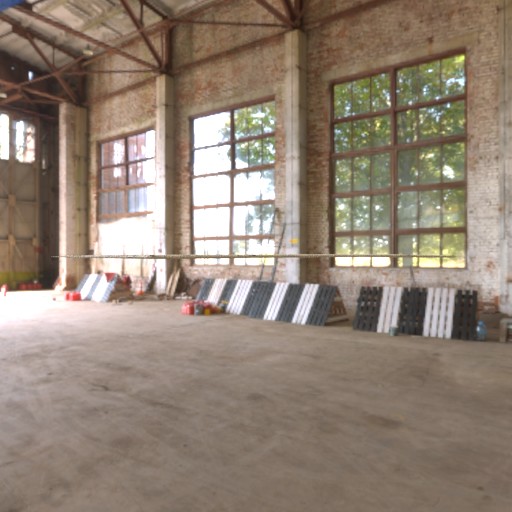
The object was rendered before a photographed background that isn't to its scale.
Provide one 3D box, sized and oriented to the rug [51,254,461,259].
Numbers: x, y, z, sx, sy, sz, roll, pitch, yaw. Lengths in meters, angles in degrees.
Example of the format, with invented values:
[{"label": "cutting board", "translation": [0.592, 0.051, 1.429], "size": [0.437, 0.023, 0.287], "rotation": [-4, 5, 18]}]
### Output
[{"label": "rug", "translation": [0.000, 0.000, 3.957], "size": [3.027, 0.028, 2.125], "rotation": [0, 0, -34]}]
